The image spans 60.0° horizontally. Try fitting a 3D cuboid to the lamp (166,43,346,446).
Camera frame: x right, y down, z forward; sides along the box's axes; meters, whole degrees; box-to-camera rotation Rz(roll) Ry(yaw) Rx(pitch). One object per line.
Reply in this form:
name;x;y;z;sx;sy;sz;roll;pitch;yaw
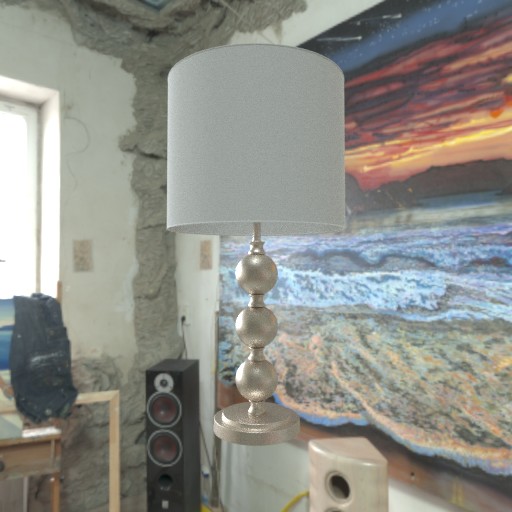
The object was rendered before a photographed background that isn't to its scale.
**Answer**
lamp;0.000;0.000;0.697;0.277;0.538;0.277;0;-1;17
